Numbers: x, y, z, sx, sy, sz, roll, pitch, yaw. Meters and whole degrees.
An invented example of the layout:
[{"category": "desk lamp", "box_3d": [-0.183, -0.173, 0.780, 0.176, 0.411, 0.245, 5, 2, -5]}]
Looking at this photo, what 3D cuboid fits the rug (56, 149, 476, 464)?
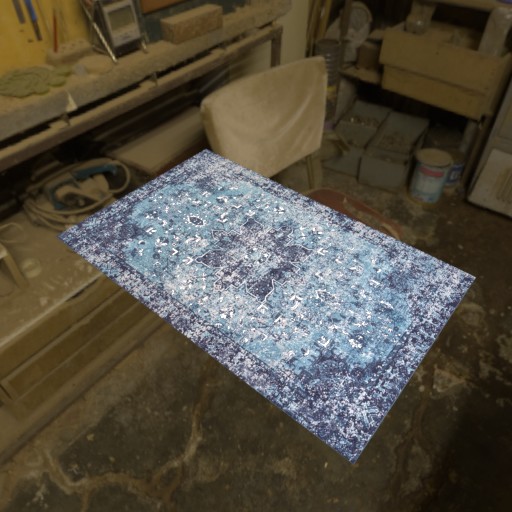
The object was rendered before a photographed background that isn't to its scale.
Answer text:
[{"category": "rug", "box_3d": [0.000, 0.000, 3.009, 2.440, 0.007, 1.525, 30, 52, 27]}]
